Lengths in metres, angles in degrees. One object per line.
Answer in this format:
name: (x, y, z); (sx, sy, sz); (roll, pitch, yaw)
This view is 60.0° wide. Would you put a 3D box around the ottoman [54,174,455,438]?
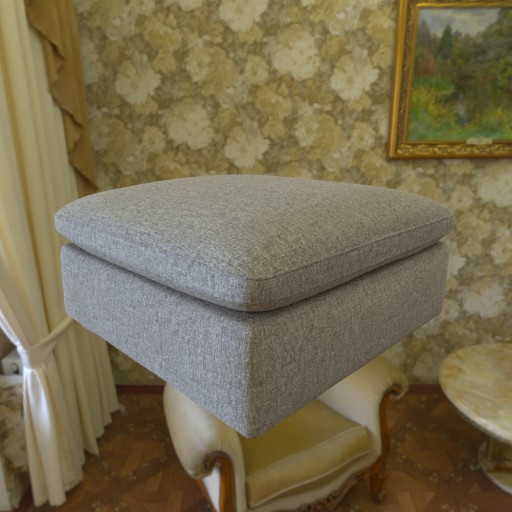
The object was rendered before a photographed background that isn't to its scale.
ottoman: (0.000, 0.000, 1.579); (1.035, 0.526, 1.039); (16, 22, 43)
